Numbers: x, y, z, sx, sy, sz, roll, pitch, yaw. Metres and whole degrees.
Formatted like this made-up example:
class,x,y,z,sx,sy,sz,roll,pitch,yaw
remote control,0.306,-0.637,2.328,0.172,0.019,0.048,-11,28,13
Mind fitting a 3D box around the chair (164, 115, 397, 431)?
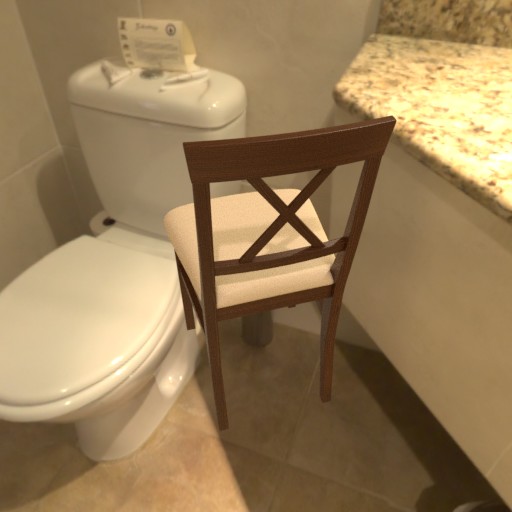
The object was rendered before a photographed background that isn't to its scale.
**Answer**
class,x,y,z,sx,sy,sz,roll,pitch,yaw
chair,0.000,0.000,1.188,0.440,0.913,0.480,-11,42,-12
